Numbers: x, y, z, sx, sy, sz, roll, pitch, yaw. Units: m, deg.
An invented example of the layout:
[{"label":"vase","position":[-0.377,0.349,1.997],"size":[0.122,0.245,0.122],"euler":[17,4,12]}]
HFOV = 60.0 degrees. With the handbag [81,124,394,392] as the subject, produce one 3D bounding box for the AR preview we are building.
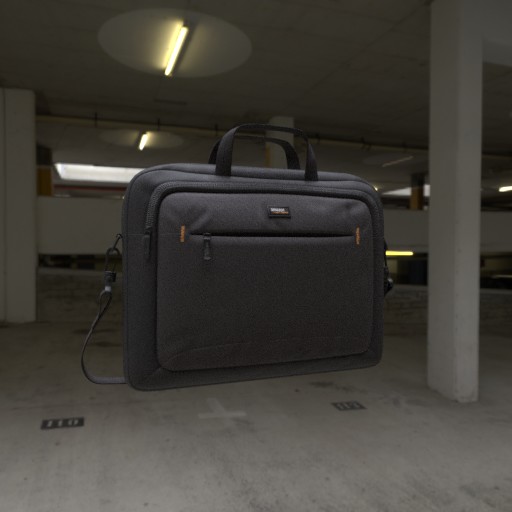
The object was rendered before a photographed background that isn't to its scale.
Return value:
[{"label":"handbag","position":[0.000,0.000,0.431],"size":[0.320,0.244,0.089],"euler":[0,1,-20]}]
